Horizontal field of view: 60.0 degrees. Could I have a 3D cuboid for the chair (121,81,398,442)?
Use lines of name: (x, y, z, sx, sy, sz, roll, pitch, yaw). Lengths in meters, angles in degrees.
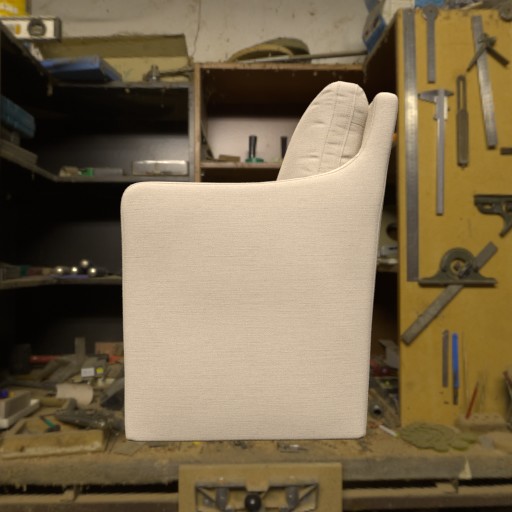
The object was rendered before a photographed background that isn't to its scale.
chair: (0.000, 0.000, 1.370, 0.694, 0.914, 0.626, 0, 0, -1)
